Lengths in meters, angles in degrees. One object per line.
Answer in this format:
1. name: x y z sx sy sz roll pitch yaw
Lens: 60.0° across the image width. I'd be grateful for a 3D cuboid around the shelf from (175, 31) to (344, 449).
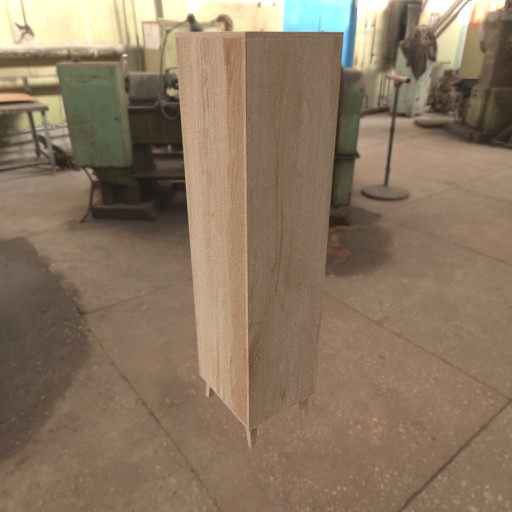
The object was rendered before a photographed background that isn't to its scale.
1. shelf: 0.000 0.000 2.173 0.450 1.960 0.510 -18 31 -31
